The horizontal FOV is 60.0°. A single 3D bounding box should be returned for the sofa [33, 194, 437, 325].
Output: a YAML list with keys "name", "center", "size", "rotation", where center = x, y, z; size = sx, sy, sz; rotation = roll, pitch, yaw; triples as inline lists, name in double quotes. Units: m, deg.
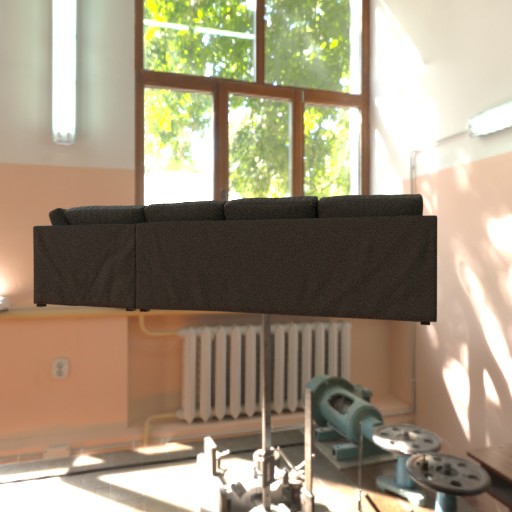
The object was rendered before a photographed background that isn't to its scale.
- name: "sofa"
  center: [0.000, 0.000, 4.366]
  size: [3.182, 0.871, 2.432]
  rotation: [0, 0, 18]
